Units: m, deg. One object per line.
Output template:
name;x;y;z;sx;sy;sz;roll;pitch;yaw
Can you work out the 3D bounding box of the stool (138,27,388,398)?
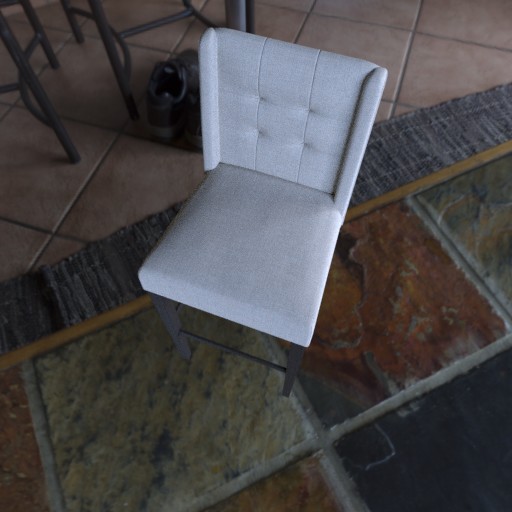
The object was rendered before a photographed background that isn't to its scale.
stool;0.000;0.000;1.362;0.474;1.116;0.509;18;62;10
